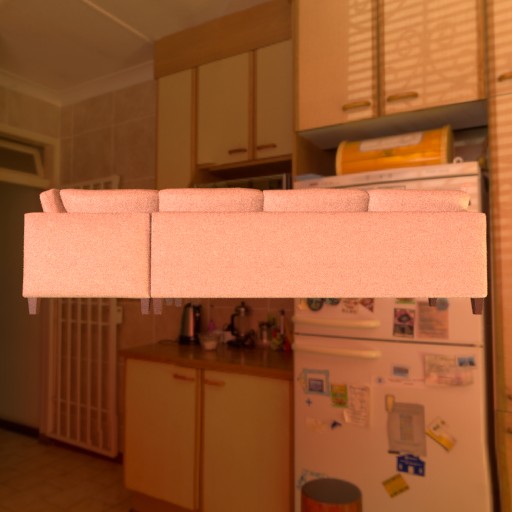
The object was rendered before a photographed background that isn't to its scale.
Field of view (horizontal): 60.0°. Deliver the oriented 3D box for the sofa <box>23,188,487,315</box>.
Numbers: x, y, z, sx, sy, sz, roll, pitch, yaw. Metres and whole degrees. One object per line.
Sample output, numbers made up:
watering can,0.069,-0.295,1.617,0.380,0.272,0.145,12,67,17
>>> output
sofa,0.000,0.000,4.356,3.333,0.934,2.522,0,-2,0
